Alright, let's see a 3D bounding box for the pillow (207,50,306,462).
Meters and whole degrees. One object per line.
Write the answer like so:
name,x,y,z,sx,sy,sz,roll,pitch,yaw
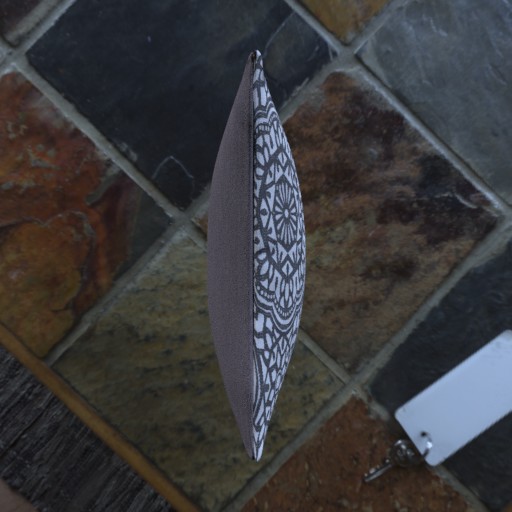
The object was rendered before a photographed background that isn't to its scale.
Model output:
pillow,0.000,0.000,0.662,0.148,0.417,0.436,0,90,0
